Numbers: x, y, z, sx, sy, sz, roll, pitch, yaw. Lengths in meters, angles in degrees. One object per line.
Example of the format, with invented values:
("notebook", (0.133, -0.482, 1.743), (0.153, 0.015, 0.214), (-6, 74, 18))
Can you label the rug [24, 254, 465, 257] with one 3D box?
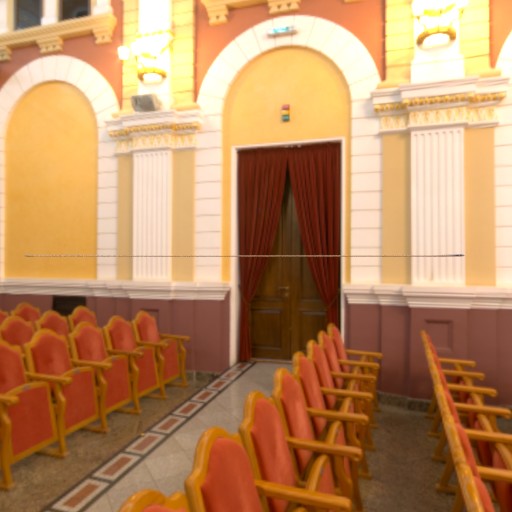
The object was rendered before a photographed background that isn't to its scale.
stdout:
("rug", (0.000, 0.000, 2.891), (2.315, 0.010, 1.544), (0, 0, 18))
